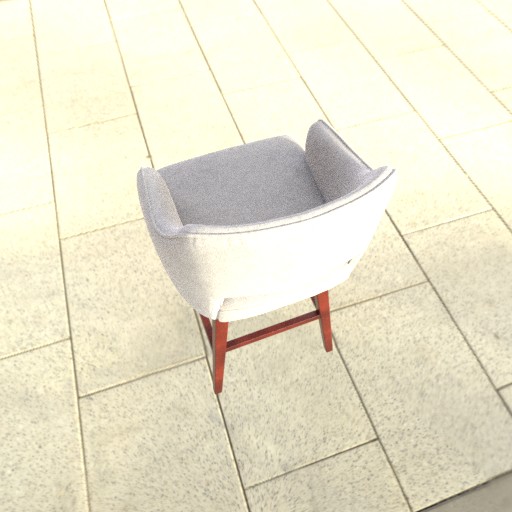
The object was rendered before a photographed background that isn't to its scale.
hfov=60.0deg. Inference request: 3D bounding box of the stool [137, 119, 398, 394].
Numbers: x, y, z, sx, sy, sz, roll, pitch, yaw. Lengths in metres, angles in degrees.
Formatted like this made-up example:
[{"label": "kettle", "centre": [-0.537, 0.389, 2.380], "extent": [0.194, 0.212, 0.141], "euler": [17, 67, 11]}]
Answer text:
[{"label": "stool", "centre": [0.000, 0.000, 1.323], "extent": [0.548, 1.012, 0.558], "euler": [-18, 60, -11]}]
